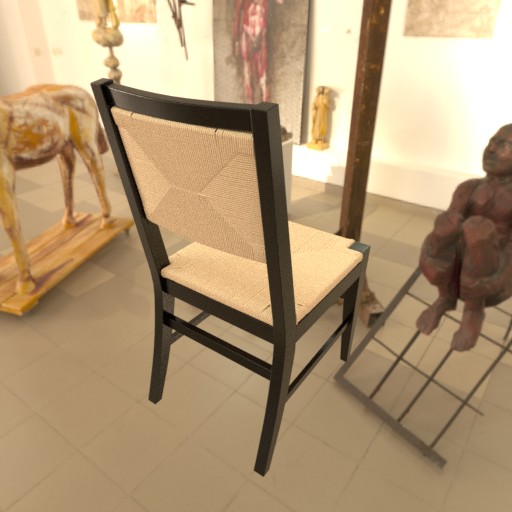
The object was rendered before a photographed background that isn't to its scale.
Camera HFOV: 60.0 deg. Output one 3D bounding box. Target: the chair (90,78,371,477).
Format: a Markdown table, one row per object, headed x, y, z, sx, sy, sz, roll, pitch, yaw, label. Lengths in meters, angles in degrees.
| x | y | z | sx | sy | sz | roll | pitch | yaw | label |
| --- | --- | --- | --- | --- | --- | --- | --- | --- | --- |
| 0.000 | 0.000 | 1.202 | 0.437 | 0.927 | 0.552 | 20 | 36 | 30 | chair |
